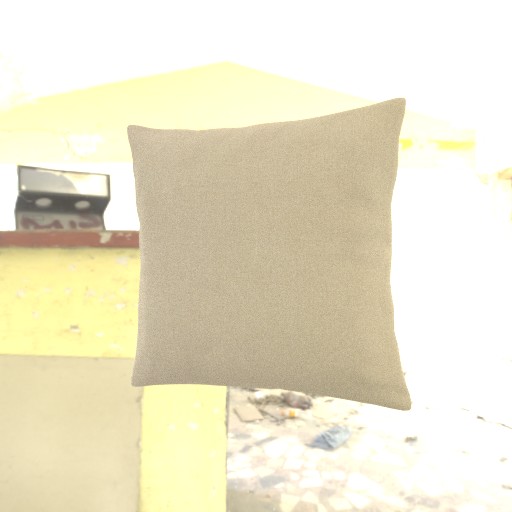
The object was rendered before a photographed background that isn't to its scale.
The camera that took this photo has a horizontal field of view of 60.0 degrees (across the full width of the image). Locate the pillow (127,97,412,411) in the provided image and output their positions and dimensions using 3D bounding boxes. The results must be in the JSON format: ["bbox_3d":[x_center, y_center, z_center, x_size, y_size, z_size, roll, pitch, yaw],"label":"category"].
[{"bbox_3d":[0.000,0.000,0.790,0.523,0.510,0.166,0,0,18],"label":"pillow"}]
